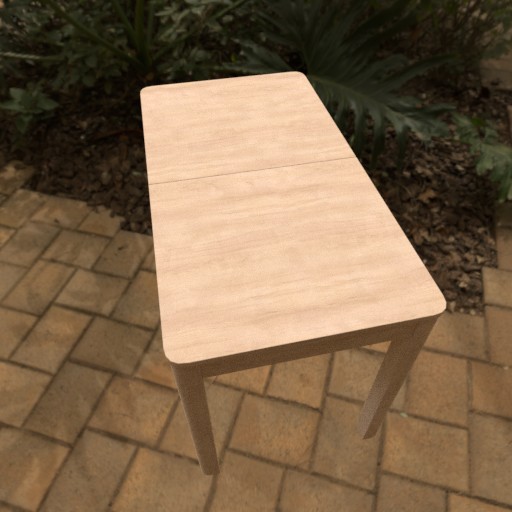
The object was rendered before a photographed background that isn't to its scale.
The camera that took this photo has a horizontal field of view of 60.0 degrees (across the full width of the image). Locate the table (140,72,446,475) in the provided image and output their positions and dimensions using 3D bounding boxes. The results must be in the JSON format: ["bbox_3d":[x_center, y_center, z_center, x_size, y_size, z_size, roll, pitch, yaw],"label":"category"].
[{"bbox_3d":[0.000,0.000,1.898,0.750,0.900,1.400,-9,49,-8],"label":"table"}]
